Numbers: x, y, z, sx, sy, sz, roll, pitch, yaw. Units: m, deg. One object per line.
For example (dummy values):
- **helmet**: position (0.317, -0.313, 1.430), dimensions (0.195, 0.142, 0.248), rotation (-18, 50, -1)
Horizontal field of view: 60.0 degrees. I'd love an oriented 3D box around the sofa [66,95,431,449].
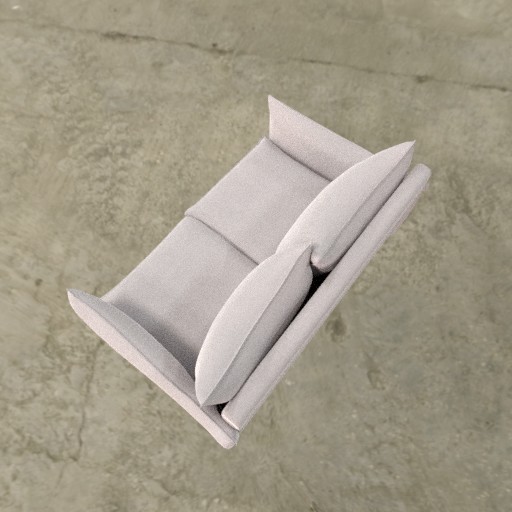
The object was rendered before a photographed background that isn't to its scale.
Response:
- **sofa**: position (0.000, 0.000, 1.868), dimensions (0.820, 0.840, 1.300), rotation (36, 69, 16)
